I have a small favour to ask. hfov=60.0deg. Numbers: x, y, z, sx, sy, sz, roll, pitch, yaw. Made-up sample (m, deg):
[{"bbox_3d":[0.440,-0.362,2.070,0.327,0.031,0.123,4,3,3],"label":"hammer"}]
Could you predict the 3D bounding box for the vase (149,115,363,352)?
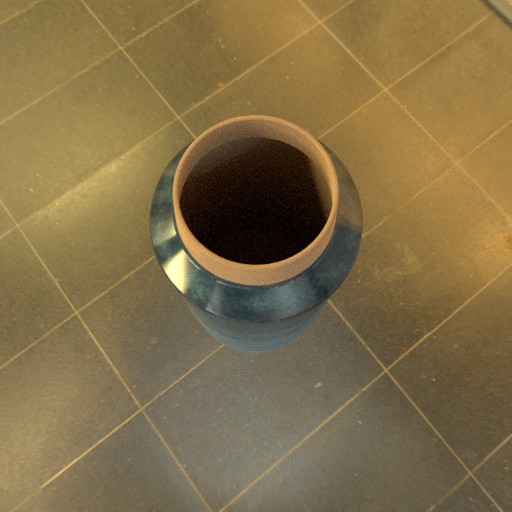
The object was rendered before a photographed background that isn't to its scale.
[{"bbox_3d":[0.000,0.000,0.407,0.163,0.316,0.163,0,76,0],"label":"vase"}]
